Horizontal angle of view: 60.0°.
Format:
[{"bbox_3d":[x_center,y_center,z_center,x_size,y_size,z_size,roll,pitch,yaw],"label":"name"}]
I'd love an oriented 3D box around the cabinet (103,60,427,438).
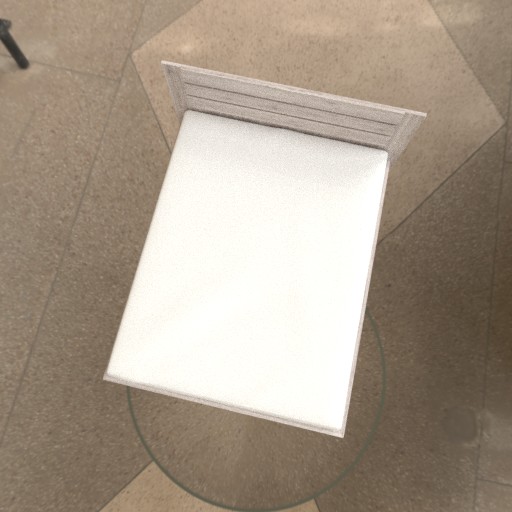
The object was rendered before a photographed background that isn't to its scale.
[{"bbox_3d":[0.000,0.000,3.072,1.750,0.970,2.080,13,76,3],"label":"cabinet"}]
